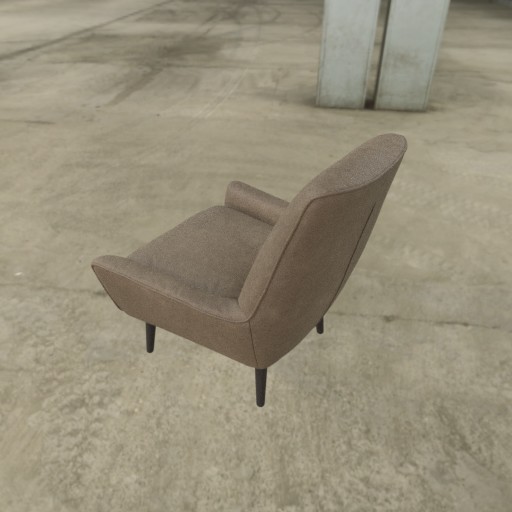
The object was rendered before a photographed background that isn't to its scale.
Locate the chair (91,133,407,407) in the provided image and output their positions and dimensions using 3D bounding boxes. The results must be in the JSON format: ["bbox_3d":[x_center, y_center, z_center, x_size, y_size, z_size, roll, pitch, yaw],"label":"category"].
[{"bbox_3d":[0.000,0.000,1.546,0.824,0.888,0.787,21,39,28],"label":"chair"}]
